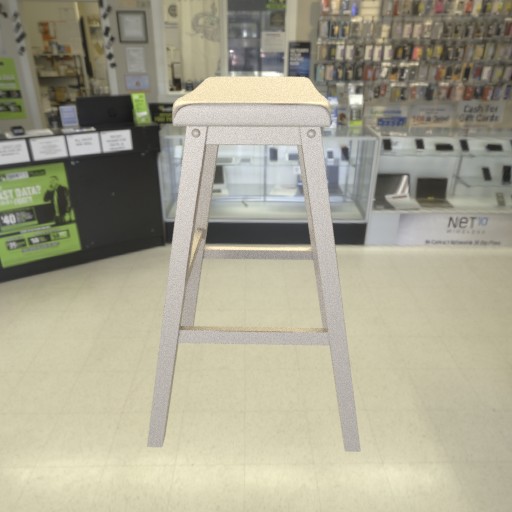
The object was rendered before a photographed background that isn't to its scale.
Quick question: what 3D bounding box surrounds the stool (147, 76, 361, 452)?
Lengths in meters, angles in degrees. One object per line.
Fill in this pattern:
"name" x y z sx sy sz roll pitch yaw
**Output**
"stool" 0.000 0.000 1.026 0.476 0.737 0.457 1 27 1
